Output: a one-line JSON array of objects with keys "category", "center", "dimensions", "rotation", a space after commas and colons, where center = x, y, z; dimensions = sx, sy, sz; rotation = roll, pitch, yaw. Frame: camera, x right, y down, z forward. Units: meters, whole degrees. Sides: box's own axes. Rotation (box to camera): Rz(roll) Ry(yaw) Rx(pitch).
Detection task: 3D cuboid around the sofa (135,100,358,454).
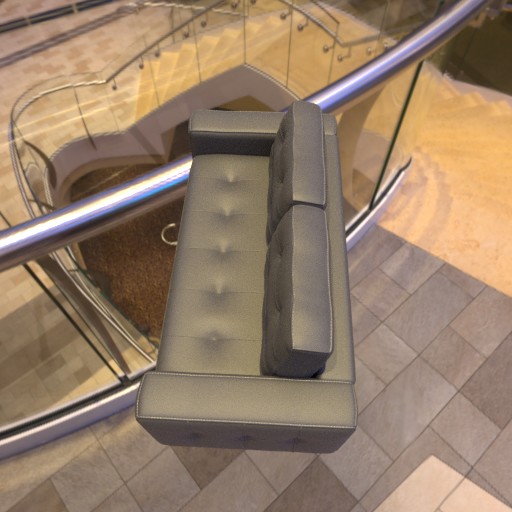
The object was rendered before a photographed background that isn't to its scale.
[{"category": "sofa", "center": [0.000, 0.000, 2.205], "dimensions": [0.833, 0.893, 1.726], "rotation": [2, 57, 1]}]
